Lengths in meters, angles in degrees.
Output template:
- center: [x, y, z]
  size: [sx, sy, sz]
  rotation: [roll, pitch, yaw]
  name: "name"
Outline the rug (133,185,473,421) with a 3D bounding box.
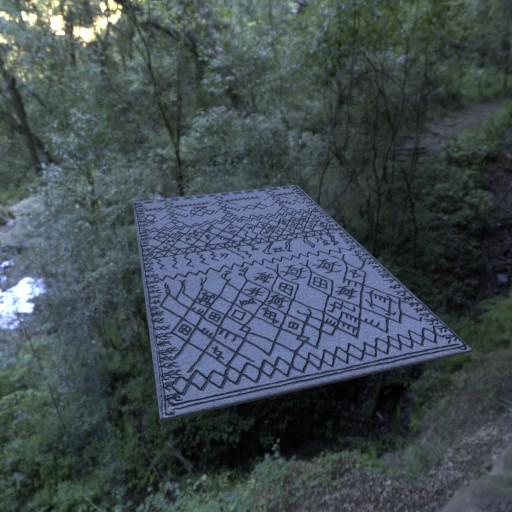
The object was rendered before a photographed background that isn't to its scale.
- center: [0.000, 0.000, 3.027]
  size: [1.526, 0.012, 2.444]
  rotation: [-8, 30, -14]
  name: "rug"
